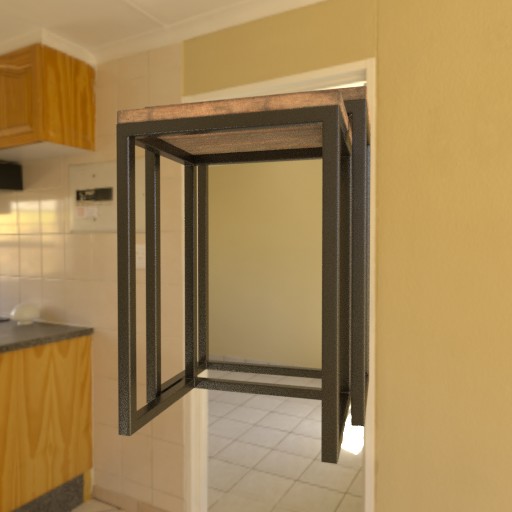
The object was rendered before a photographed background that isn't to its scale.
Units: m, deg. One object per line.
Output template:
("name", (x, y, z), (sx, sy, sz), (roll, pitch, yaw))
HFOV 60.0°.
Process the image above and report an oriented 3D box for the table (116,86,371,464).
("table", (0.000, 0.000, 0.927), (0.456, 0.615, 0.460), (0, 1, 18))
